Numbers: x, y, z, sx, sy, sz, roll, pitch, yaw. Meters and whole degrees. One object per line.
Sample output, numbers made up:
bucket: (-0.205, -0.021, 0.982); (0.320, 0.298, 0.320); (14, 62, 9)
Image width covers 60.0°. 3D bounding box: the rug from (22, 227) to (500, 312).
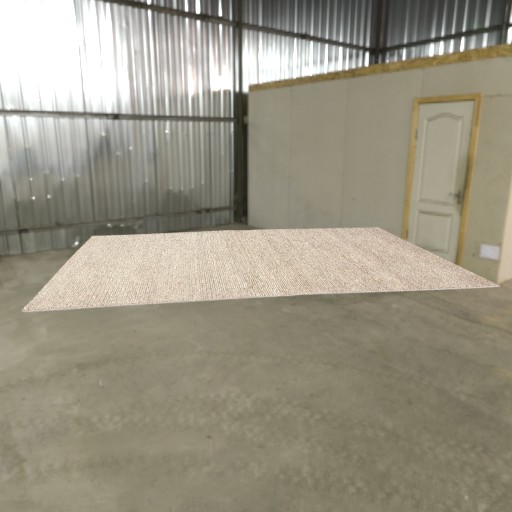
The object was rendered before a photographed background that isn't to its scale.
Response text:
rug: (0.000, 0.000, 2.183); (1.792, 0.021, 1.154); (-2, 16, -8)
